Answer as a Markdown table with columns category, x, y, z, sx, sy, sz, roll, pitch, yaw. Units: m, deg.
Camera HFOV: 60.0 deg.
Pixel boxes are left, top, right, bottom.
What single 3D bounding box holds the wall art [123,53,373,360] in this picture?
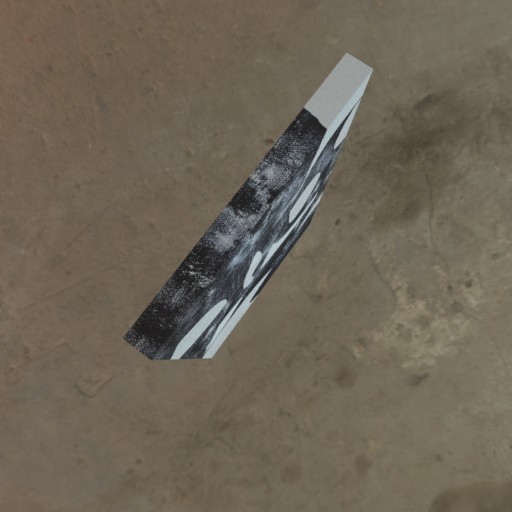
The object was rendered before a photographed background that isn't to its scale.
| category | x | y | z | sx | sy | sz | roll | pitch | yaw |
| --- | --- | --- | --- | --- | --- | --- | --- | --- | --- |
| wall art | 0.000 | 0.000 | 0.776 | 0.039 | 0.610 | 0.407 | 35 | 80 | 8 |
